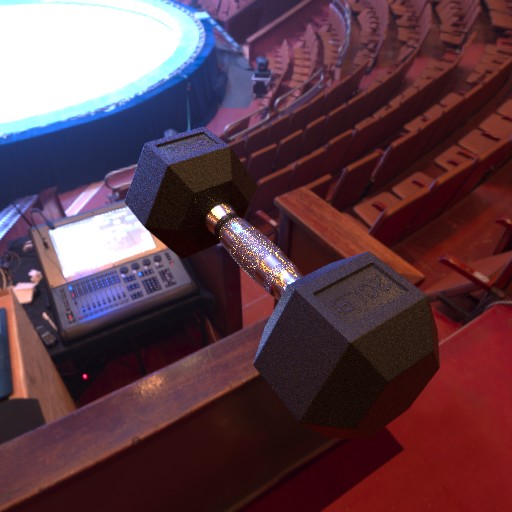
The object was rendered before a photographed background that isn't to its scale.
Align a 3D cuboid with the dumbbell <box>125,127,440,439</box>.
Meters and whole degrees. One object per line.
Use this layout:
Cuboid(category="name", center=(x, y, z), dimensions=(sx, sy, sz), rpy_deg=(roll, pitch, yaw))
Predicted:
Cuboid(category="dumbbell", center=(0.000, 0.000, 0.318), dimensions=(0.106, 0.092, 0.272), rpy_deg=(-24, 47, -25))
